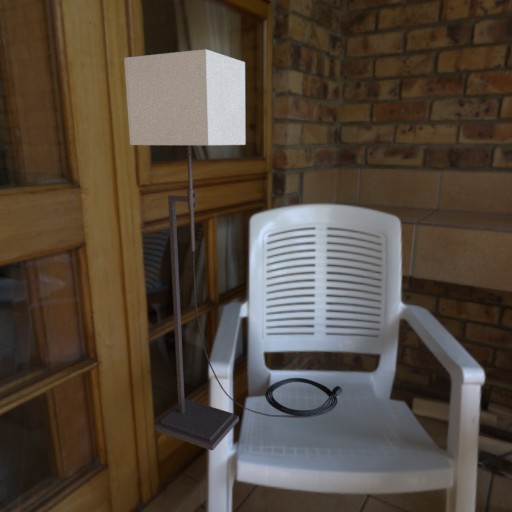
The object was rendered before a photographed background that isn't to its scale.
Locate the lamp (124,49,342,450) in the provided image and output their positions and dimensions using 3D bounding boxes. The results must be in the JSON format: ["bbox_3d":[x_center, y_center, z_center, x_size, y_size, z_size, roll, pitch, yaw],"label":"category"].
[{"bbox_3d":[0.000,0.000,2.011,0.698,1.600,0.774,7,16,25],"label":"lamp"}]
